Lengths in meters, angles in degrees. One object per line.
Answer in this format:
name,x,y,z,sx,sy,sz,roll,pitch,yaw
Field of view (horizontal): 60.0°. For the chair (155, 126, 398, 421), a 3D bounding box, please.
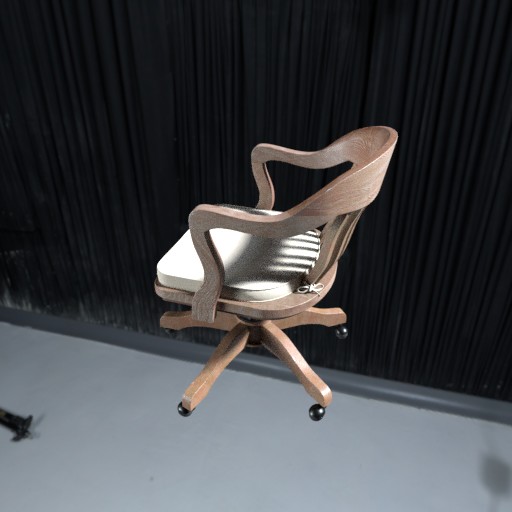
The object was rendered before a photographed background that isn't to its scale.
chair,0.000,0.000,1.498,0.788,0.878,0.750,8,31,14
